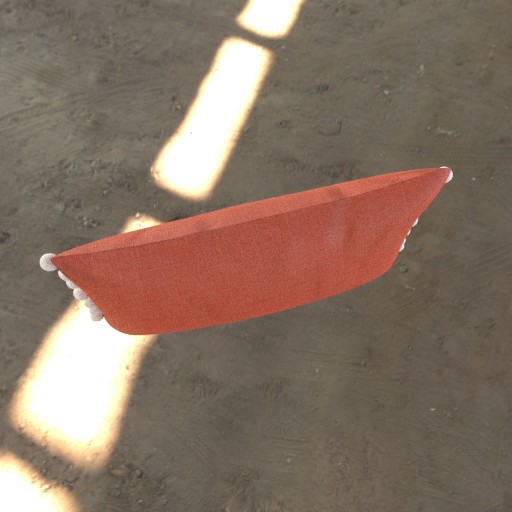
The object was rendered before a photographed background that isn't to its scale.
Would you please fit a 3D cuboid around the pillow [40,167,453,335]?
[{"bbox_3d":[0.000,0.000,0.835,0.709,0.322,0.201,-13,65,-6],"label":"pillow"}]
